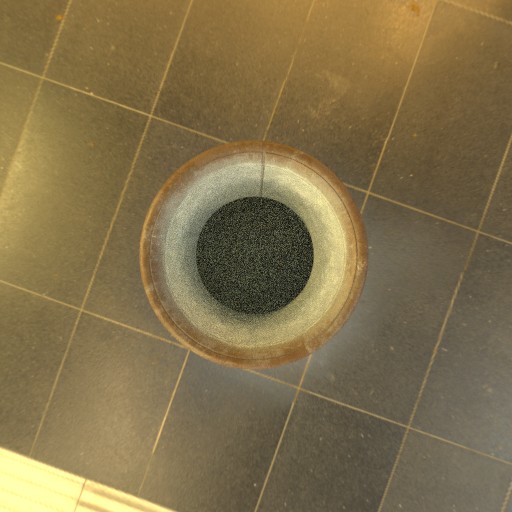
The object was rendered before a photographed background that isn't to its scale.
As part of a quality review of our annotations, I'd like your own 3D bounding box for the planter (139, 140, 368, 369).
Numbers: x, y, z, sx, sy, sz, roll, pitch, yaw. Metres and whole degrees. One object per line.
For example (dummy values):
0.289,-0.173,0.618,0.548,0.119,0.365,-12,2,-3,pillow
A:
0.000,0.000,0.518,0.215,0.358,0.248,0,90,1,planter
